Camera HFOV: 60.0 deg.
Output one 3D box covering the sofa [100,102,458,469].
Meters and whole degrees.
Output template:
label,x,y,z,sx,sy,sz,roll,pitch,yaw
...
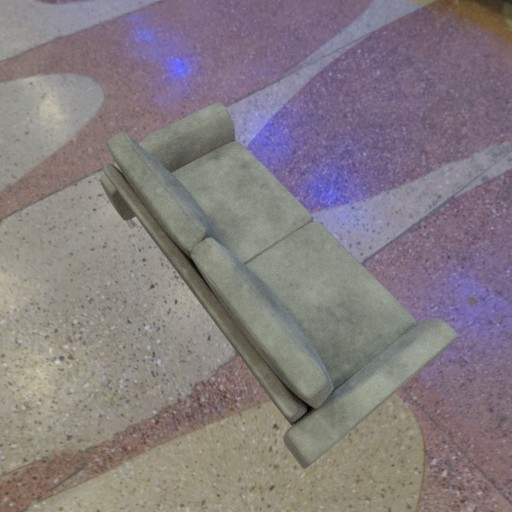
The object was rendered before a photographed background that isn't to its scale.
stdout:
label,x,y,z,sx,sy,sz,roll,pitch,yaw
sofa,0.000,0.000,2.282,0.849,0.859,1.837,-33,65,-18
